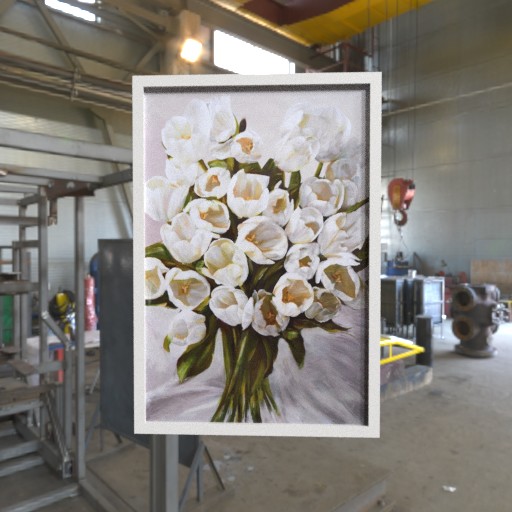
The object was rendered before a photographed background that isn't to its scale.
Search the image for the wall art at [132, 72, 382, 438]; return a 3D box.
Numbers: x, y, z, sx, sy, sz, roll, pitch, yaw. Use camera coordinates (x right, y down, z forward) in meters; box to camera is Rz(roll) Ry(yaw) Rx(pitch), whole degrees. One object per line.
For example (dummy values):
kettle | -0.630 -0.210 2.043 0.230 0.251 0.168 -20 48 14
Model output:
wall art | 0.000 0.000 0.824 0.450 0.657 0.038 0 1 2
